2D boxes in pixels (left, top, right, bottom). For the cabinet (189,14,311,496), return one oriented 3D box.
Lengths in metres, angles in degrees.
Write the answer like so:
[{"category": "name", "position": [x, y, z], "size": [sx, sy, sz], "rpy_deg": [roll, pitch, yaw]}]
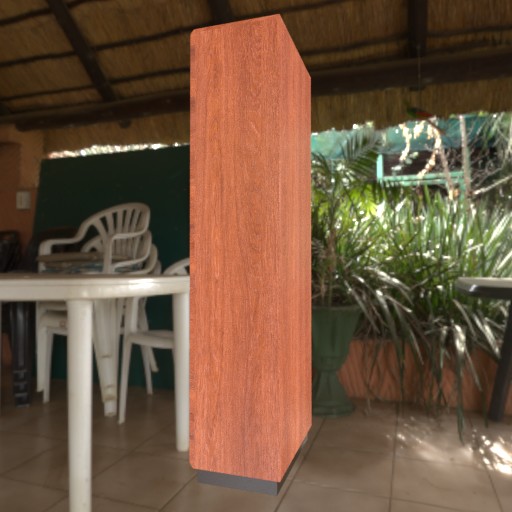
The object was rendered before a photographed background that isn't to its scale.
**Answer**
[{"category": "cabinet", "position": [0.000, 0.000, 2.186], "size": [0.420, 1.980, 0.660], "rpy_deg": [0, -1, 18]}]
